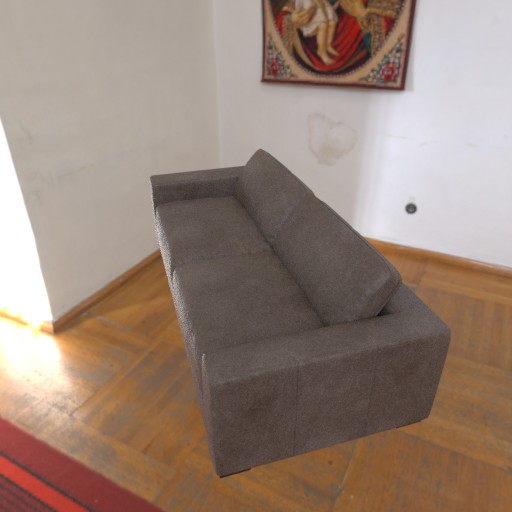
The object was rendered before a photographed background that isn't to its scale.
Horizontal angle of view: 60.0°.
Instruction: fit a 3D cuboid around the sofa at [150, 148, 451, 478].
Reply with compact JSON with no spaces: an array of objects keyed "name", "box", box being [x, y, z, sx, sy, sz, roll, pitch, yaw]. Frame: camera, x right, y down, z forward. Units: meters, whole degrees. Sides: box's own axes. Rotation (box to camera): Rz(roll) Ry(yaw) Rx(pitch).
[{"name":"sofa","box":[0.000,0.000,2.725,1.070,0.801,2.262,-9,32,-15]}]
